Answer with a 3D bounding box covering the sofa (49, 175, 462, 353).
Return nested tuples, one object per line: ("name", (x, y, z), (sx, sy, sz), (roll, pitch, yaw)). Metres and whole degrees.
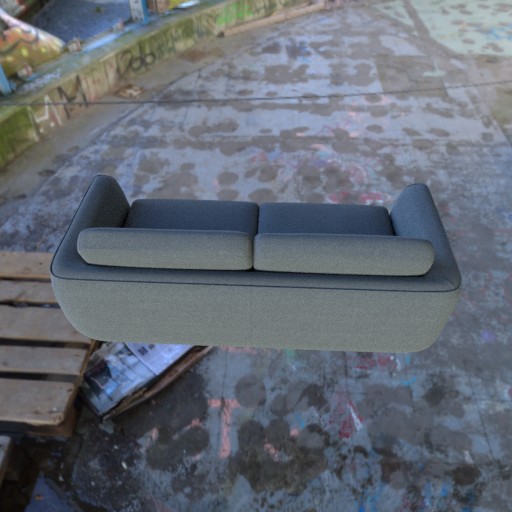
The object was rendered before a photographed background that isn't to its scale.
("sofa", (0.000, 0.000, 2.483), (2.000, 0.850, 0.920), (2, 47, 2))
